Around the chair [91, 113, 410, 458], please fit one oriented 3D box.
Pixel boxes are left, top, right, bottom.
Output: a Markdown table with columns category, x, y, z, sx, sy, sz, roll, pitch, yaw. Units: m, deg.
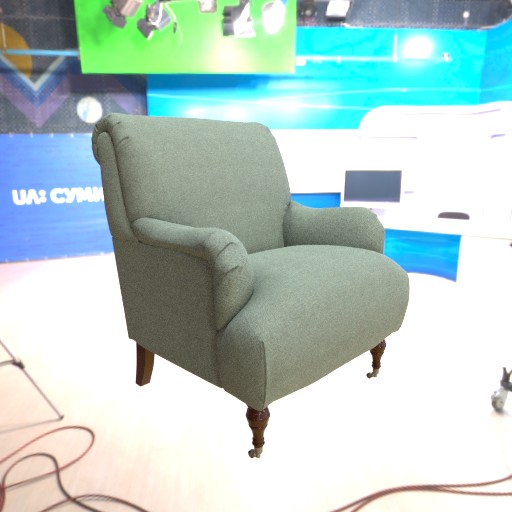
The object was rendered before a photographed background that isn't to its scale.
| category | x | y | z | sx | sy | sz | roll | pitch | yaw |
| --- | --- | --- | --- | --- | --- | --- | --- | --- | --- |
| chair | 0.000 | 0.000 | 1.911 | 1.060 | 1.178 | 0.964 | 13 | 19 | 43 |
